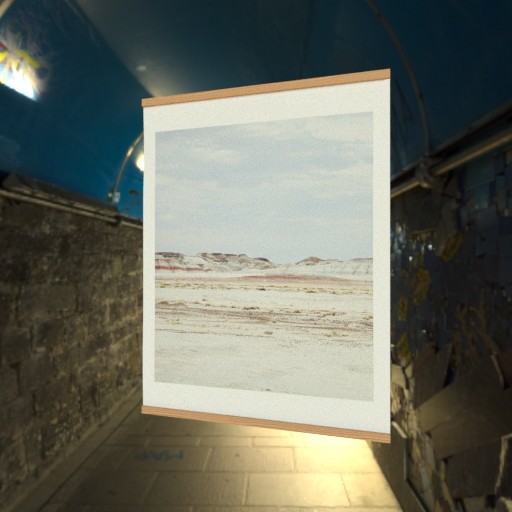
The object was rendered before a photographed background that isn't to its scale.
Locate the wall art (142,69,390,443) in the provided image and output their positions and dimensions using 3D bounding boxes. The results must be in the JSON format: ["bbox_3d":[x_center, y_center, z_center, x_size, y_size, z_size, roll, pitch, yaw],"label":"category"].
[{"bbox_3d":[0.000,0.000,0.791,0.458,0.605,0.011,0,0,18],"label":"wall art"}]
